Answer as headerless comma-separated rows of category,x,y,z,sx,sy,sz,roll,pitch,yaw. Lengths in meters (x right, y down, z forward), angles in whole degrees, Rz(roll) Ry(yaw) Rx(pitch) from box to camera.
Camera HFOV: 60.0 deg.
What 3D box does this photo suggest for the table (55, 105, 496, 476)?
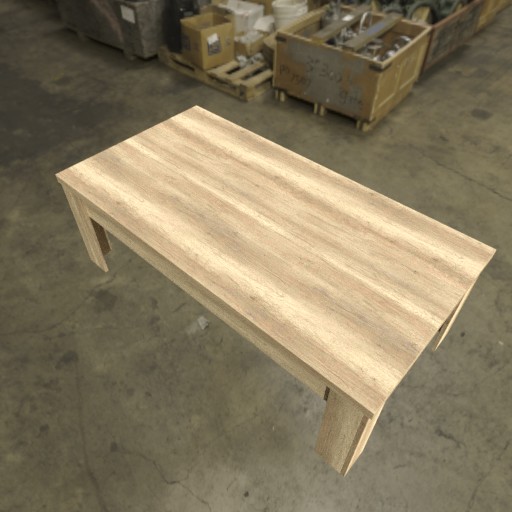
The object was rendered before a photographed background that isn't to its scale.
table,0.000,0.000,1.655,1.350,0.460,0.700,33,55,28
